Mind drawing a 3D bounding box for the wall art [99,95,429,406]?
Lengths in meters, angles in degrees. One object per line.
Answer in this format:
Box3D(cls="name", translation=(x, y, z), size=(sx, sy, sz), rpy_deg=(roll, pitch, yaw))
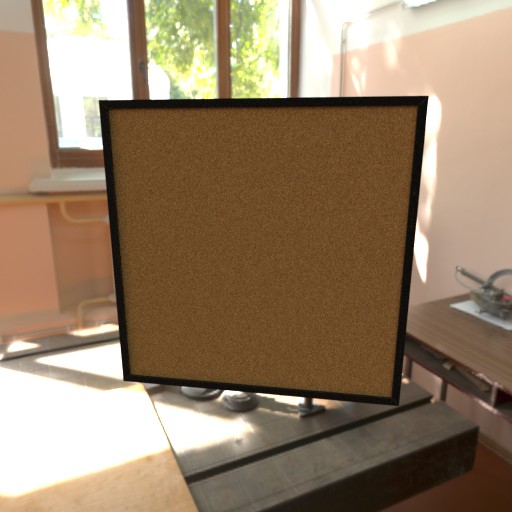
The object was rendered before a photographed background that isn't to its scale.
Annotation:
Box3D(cls="wall art", translation=(0.000, 0.000, 0.755), size=(0.506, 0.506, 0.036), rpy_deg=(2, 15, 9))
